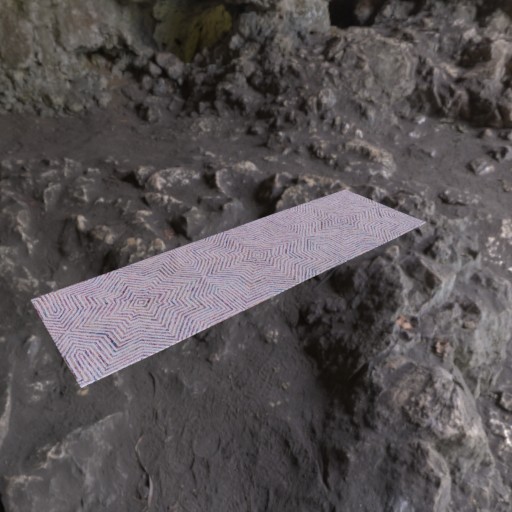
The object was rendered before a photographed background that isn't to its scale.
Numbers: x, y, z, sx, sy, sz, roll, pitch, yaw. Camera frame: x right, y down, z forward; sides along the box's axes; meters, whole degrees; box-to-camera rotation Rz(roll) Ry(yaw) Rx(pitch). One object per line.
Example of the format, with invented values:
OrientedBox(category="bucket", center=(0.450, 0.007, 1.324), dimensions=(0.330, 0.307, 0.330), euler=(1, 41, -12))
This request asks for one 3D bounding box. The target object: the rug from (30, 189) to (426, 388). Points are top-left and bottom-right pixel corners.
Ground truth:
OrientedBox(category="rug", center=(0.000, 0.000, 2.731), dimensions=(2.443, 0.009, 0.771), euler=(-22, 38, -32))
